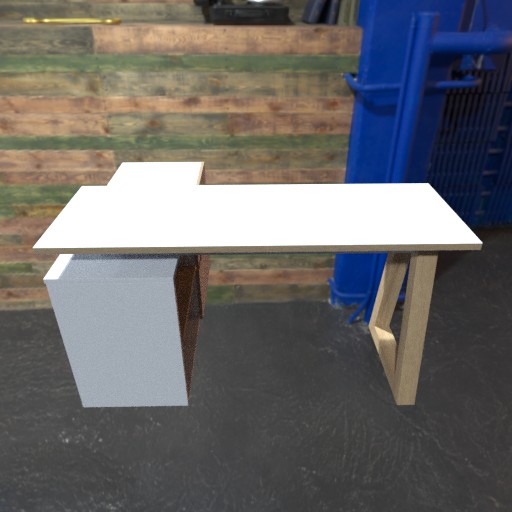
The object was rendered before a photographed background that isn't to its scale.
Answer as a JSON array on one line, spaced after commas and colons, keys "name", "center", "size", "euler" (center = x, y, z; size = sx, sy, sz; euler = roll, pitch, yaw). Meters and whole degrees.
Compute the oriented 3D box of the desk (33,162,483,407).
[{"name": "desk", "center": [0.000, 0.000, 2.045], "size": [1.404, 0.755, 1.098], "euler": [-1, 32, -1]}]
